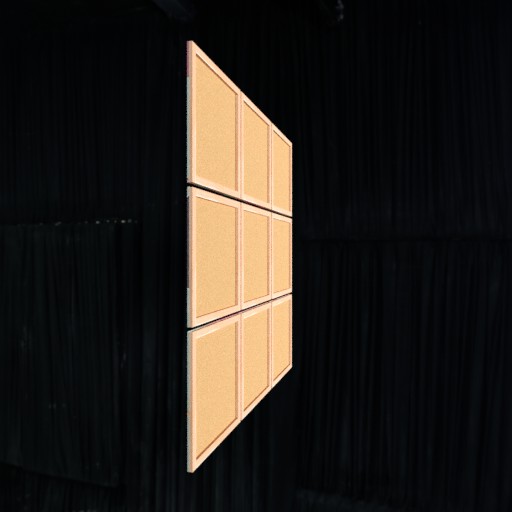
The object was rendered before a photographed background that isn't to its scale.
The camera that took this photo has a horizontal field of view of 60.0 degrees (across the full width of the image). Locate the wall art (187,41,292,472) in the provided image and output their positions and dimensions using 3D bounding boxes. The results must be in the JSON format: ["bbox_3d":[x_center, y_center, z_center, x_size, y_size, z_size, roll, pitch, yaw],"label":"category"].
[{"bbox_3d":[0.000,0.000,1.369,0.012,0.910,0.911,0,0,18],"label":"wall art"}]
